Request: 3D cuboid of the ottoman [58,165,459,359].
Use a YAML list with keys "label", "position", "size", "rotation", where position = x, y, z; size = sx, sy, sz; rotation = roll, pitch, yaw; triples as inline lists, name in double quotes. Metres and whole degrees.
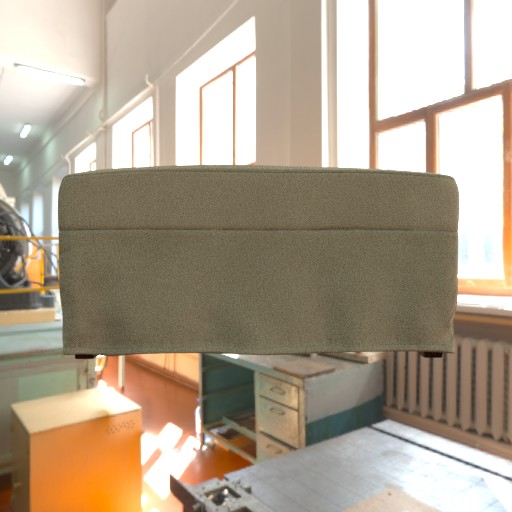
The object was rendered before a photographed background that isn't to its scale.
- label: "ottoman"
  position: [0.000, 0.000, 1.303]
  size: [0.843, 0.441, 0.842]
  rotation: [0, -1, -1]
